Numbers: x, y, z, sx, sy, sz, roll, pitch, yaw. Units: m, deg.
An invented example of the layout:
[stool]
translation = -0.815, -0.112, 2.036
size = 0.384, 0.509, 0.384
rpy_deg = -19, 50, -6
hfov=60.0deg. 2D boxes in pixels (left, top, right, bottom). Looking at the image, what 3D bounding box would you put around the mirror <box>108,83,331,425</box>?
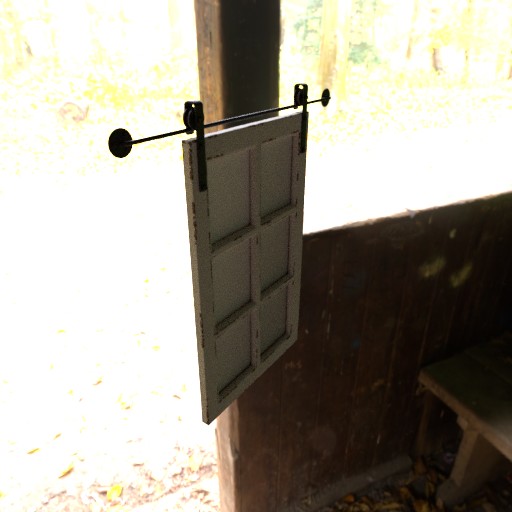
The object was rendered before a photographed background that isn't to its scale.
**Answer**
[mirror]
translation = 0.000, 0.000, 1.200
size = 0.037, 0.844, 0.808
rpy_deg = 18, 32, 32
